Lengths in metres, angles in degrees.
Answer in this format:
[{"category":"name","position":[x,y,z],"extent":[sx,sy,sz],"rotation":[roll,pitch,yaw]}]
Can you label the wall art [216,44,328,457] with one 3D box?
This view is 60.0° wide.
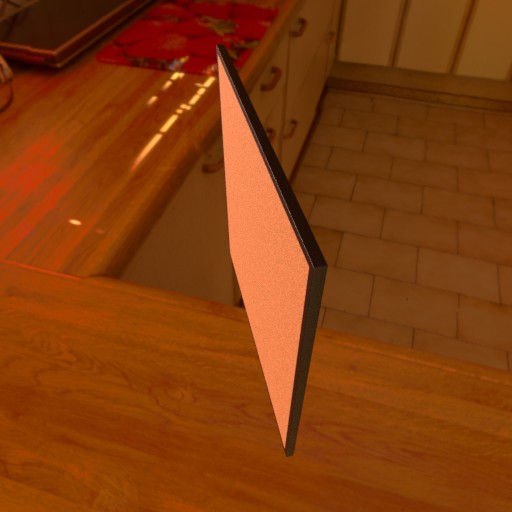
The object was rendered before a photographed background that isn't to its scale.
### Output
[{"category":"wall art","position":[0.000,0.000,0.686],"extent":[0.012,0.458,0.457],"rotation":[-10,48,-9]}]
